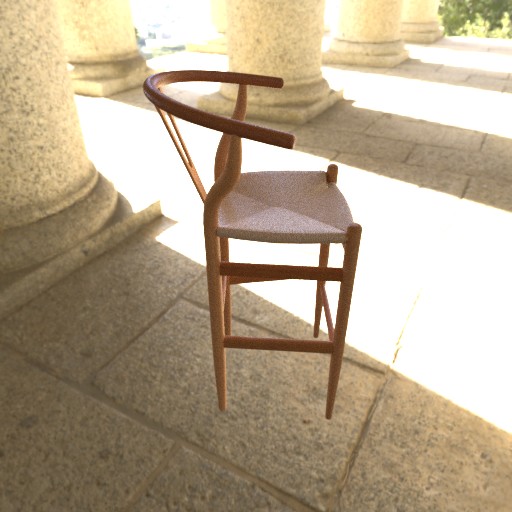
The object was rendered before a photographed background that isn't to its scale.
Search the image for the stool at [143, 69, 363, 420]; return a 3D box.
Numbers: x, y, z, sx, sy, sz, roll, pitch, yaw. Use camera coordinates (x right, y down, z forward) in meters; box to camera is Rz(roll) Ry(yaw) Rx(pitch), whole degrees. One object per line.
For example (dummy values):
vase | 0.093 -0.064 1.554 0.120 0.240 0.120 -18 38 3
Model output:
stool | 0.000 0.000 1.401 0.561 1.068 0.574 0 33 0
